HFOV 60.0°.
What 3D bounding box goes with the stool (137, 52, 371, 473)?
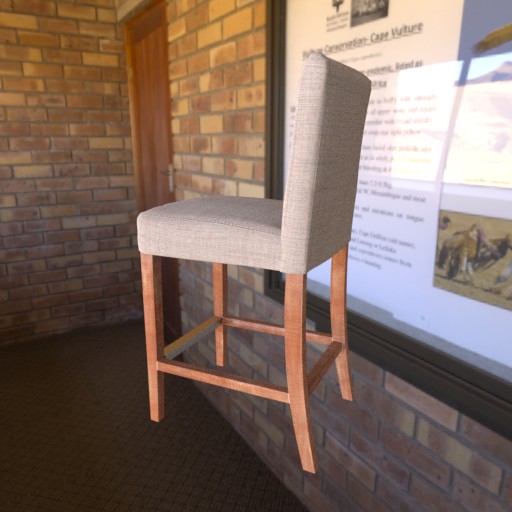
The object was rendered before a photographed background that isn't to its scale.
[{"bbox_3d":[0.000,0.000,1.342,0.567,1.039,0.454,7,16,26],"label":"stool"}]
